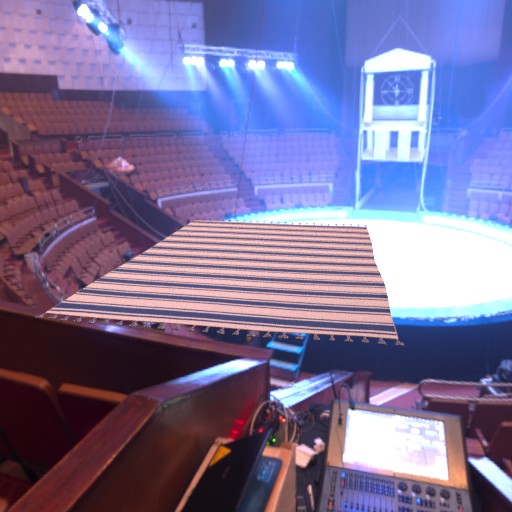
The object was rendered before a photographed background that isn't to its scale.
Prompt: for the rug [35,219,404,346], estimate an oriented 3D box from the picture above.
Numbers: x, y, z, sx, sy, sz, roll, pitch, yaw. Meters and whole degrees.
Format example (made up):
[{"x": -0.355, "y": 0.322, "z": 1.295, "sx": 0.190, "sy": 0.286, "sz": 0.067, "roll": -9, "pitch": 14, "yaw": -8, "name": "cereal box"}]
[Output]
[{"x": 0.000, "y": 0.000, "z": 2.874, "sx": 1.544, "sy": 0.010, "sz": 2.315, "roll": 3, "pitch": 16, "yaw": 10, "name": "rug"}]
